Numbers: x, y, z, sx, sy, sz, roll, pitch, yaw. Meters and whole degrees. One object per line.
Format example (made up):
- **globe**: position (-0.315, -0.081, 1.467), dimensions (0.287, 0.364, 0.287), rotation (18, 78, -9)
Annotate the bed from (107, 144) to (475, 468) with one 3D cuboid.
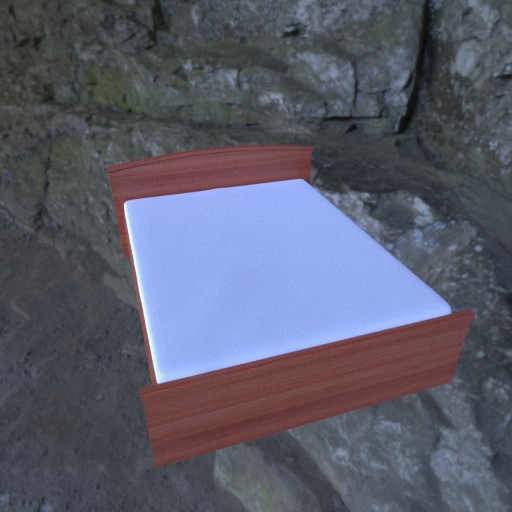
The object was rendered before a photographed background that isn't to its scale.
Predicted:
- **bed**: position (0.000, 0.000, 2.913), dimensions (1.683, 0.848, 2.053), rotation (-10, 32, -16)
